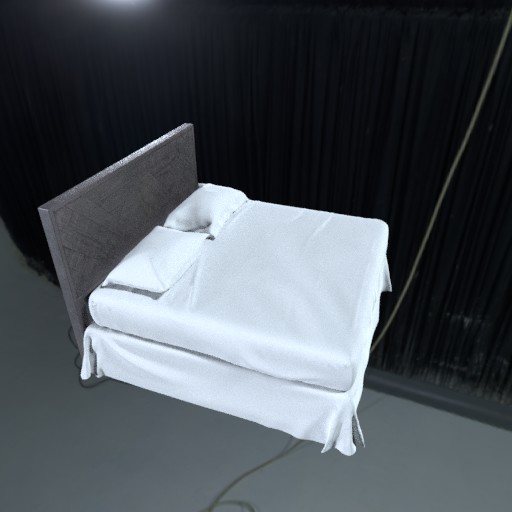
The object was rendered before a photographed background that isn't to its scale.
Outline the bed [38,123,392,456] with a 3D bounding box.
[{"bbox_3d":[0.000,0.000,2.926,1.785,1.142,1.772,11,34,17],"label":"bed"}]
